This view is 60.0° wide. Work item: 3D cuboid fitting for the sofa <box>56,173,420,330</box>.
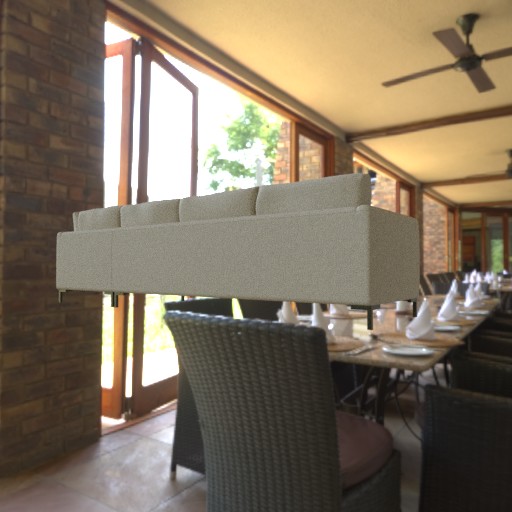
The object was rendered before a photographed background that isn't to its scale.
[{"bbox_3d":[0.000,0.000,3.822,2.949,0.815,2.007,-1,-2,37],"label":"sofa"}]
